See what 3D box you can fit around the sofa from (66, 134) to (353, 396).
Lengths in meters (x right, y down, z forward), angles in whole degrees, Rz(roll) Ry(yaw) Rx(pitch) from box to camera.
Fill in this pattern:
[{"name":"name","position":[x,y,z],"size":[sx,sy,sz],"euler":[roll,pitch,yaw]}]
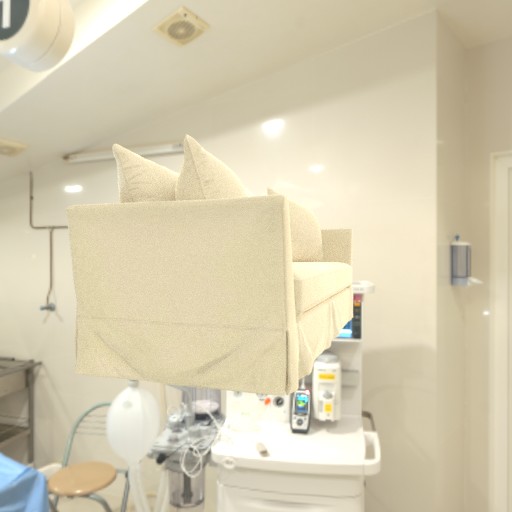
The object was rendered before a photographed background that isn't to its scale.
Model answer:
[{"name":"sofa","position":[0.000,0.000,2.827],"size":[1.031,1.034,2.290],"euler":[0,0,19]}]
